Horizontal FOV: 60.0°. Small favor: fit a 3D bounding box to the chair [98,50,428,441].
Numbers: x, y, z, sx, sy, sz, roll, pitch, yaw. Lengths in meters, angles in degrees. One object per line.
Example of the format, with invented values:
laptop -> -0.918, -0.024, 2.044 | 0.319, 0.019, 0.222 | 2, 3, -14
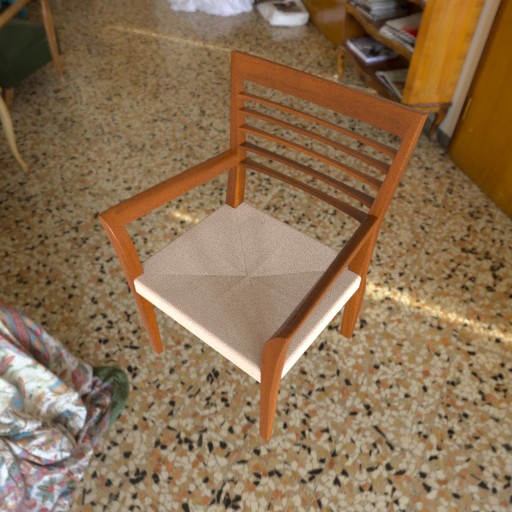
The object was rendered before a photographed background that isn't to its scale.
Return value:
chair -> 0.000, 0.000, 1.258 | 0.587, 0.855, 0.540 | 30, 53, 26
